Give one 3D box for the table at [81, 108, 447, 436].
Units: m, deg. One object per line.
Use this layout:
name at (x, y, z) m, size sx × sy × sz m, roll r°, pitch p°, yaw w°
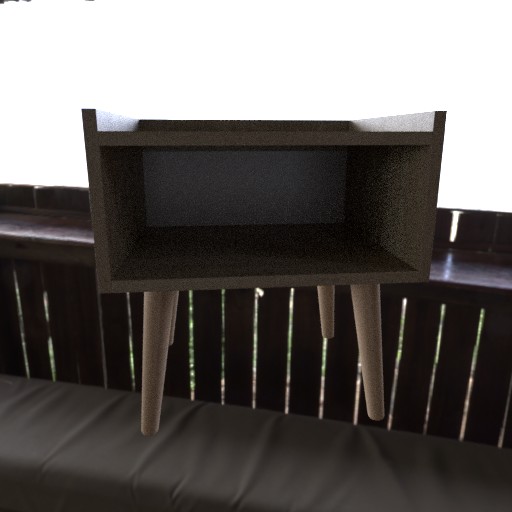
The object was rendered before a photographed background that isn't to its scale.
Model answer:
table at (0.000, 0.000, 0.779) m, size 0.450 × 0.470 × 0.370 m, roll -2°, pitch 15°, yaw -6°
